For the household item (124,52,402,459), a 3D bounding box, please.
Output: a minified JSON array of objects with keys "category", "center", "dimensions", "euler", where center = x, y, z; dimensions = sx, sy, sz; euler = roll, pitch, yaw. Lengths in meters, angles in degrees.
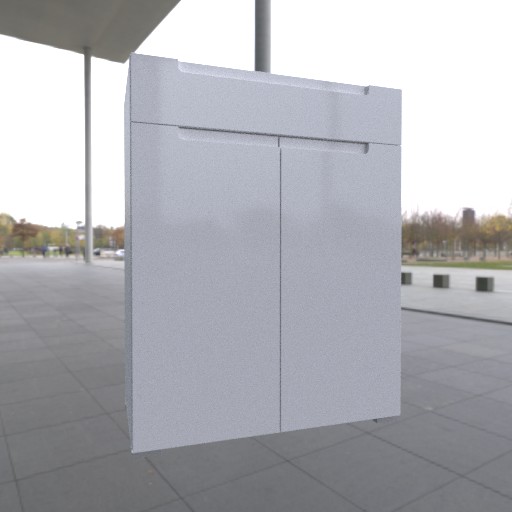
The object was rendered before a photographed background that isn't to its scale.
[{"category":"household item","center":[0.000,0.000,1.415],"dimensions":[0.790,1.010,0.420],"euler":[0,1,-19]}]
